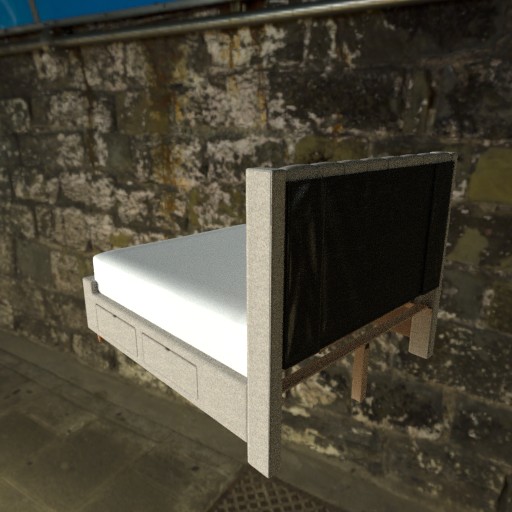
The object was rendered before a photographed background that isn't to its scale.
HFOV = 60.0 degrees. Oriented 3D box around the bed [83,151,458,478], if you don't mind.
[{"bbox_3d":[0.000,0.000,3.754,2.044,1.748,2.372,-15,22,-42],"label":"bed"}]
